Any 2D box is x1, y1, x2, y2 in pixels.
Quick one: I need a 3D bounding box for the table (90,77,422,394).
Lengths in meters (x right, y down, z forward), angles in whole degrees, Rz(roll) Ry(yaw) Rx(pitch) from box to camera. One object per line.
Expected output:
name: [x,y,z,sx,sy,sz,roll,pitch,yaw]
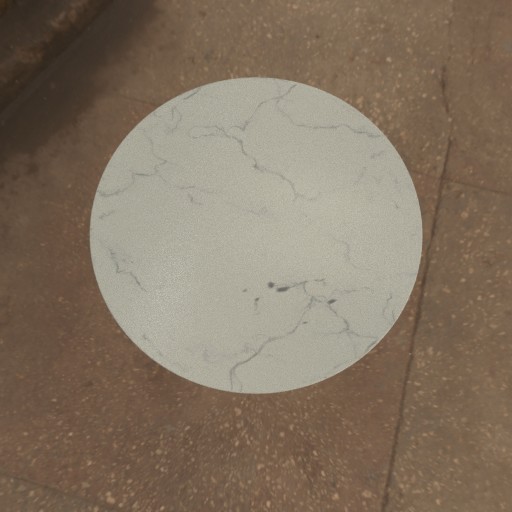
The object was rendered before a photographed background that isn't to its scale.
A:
table: [0.000,0.000,0.870,0.500,0.420,0.500,0,75,0]
